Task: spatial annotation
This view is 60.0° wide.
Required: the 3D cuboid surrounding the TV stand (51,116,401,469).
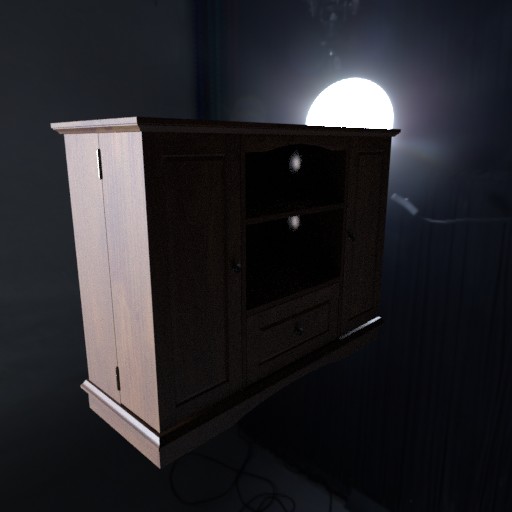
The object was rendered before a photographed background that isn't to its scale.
[{"bbox_3d":[0.000,0.000,1.450,0.406,0.813,1.067,14,20,43],"label":"TV stand"}]
